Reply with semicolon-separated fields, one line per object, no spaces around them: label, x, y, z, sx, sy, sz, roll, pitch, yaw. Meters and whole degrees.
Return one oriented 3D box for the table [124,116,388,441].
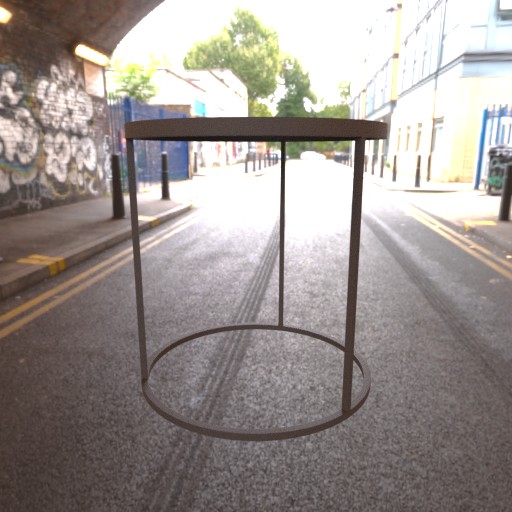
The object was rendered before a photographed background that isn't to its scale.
table;0.000;0.000;0.880;0.470;0.498;0.470;0;13;0
